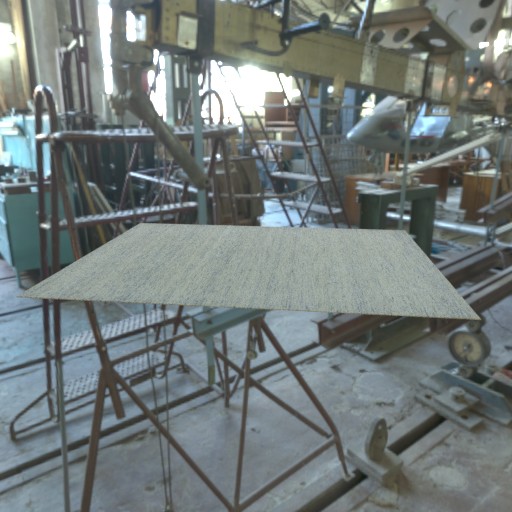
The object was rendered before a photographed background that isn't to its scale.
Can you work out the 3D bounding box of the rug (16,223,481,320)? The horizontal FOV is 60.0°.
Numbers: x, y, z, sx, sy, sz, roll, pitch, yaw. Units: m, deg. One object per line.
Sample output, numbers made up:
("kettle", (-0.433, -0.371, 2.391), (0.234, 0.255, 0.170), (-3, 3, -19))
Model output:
("rug", (0.000, 0.000, 4.181), (3.197, 0.006, 2.438), (2, 17, 7))
